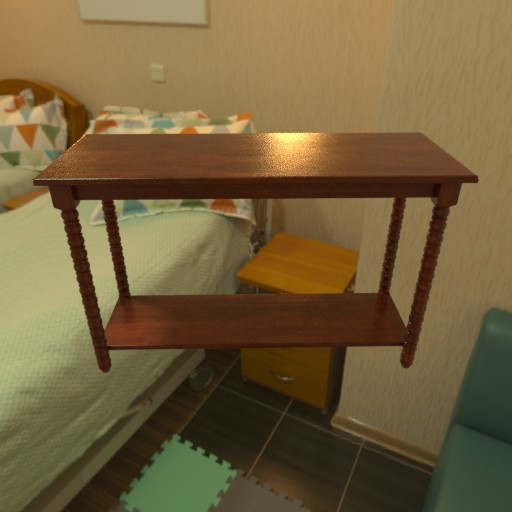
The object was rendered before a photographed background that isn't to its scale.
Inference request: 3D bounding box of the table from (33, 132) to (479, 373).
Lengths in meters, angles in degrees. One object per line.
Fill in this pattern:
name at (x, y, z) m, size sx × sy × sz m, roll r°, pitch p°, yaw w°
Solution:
table at (0.000, 0.000, 1.547) m, size 1.184 × 0.740 × 0.459 m, roll -1°, pitch 30°, yaw -1°
